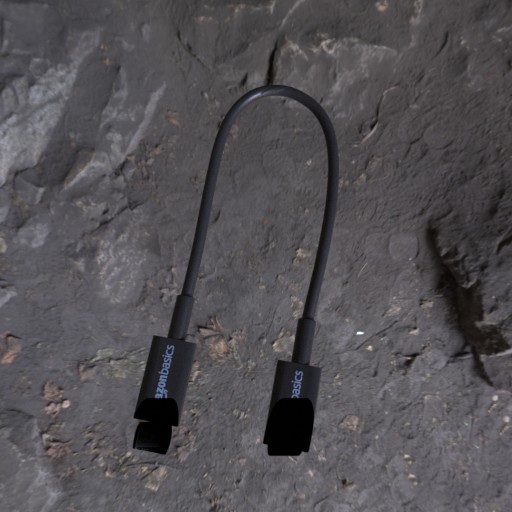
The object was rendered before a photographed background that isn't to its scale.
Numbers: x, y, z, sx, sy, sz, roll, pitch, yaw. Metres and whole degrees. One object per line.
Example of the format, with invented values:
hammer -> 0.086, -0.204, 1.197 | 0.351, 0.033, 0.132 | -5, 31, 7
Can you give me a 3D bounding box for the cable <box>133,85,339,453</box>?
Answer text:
cable -> 0.000, 0.000, 0.111 | 0.041, 0.005, 0.098 | 10, 76, 3
